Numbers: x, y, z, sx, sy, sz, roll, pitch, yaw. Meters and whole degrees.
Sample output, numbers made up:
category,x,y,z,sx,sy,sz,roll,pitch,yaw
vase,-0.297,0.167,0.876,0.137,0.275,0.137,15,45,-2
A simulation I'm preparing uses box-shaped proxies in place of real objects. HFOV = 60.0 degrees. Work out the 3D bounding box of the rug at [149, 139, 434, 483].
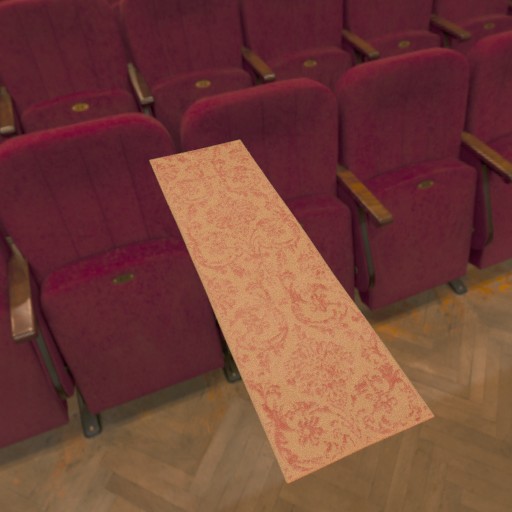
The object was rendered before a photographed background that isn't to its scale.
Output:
category,x,y,z,sx,sy,sz,roll,pitch,yaw
rug,0.000,0.000,2.401,0.662,0.011,2.196,-17,49,-15
